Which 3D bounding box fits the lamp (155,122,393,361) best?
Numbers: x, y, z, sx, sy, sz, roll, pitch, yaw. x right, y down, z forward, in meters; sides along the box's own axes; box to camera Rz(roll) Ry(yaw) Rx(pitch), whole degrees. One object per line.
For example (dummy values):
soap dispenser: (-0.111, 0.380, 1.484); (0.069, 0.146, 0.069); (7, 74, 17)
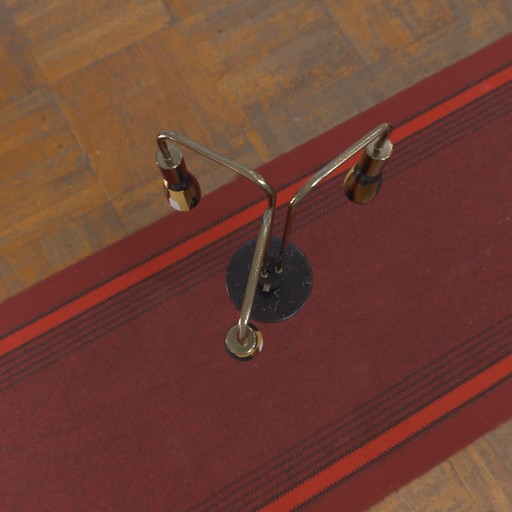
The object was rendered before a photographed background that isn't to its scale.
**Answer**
lamp: (0.000, 0.000, 0.794); (0.355, 0.560, 0.368); (15, 77, 4)
